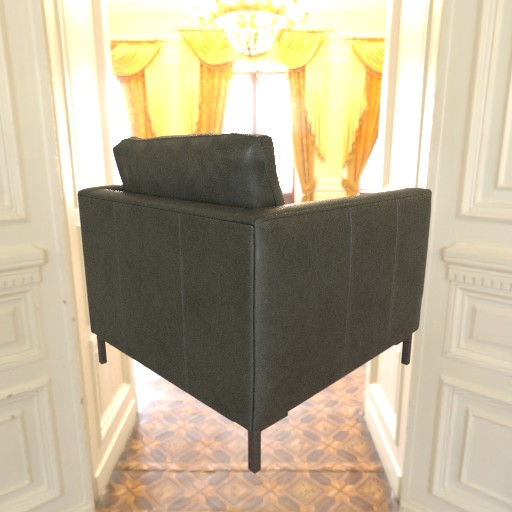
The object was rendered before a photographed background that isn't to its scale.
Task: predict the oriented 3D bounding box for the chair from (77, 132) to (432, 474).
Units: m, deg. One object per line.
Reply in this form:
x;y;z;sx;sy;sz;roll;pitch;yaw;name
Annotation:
0.000;0.000;1.499;0.967;0.824;0.861;13;19;43;chair
